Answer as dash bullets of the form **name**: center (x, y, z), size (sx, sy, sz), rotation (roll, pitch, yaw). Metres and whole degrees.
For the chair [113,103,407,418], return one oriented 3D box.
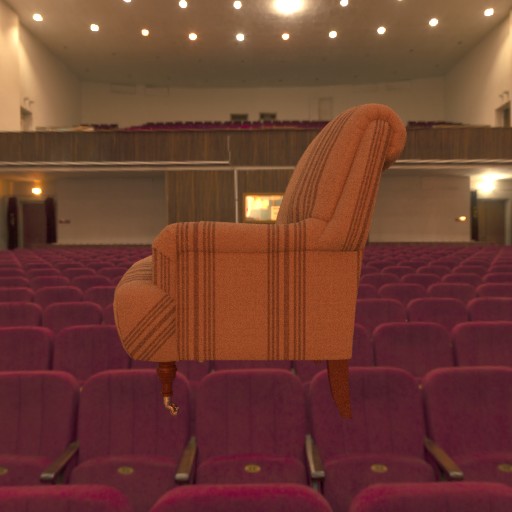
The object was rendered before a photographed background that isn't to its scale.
- **chair**: center (0.000, 0.000, 1.626), size (0.914, 0.940, 0.813), rotation (0, 1, 0)
